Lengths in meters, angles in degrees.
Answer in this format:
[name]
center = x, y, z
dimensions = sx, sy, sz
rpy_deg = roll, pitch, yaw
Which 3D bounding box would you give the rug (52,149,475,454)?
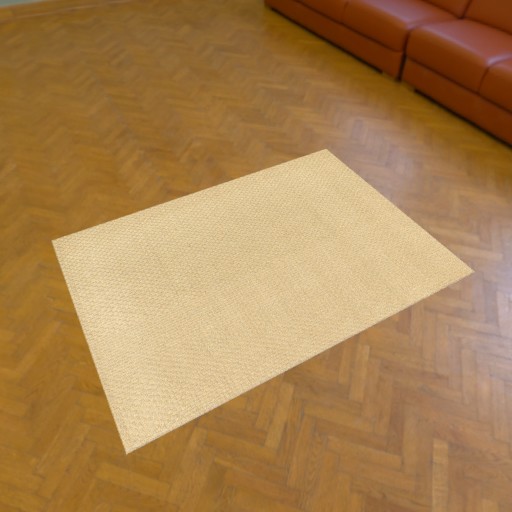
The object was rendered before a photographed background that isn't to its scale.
[rug]
center = 0.000, 0.000, 2.737
dimensions = 2.144, 0.013, 1.509
rpy_deg = -22, 50, -20
